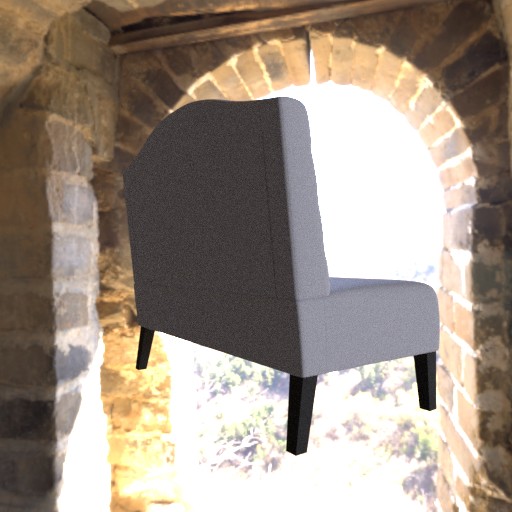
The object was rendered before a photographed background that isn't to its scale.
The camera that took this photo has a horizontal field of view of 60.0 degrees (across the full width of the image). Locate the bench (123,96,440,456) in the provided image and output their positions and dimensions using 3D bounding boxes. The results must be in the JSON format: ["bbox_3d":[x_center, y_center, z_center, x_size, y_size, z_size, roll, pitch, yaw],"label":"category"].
[{"bbox_3d":[0.000,0.000,2.005,0.815,1.180,1.335,1,-1,-35],"label":"bench"}]
